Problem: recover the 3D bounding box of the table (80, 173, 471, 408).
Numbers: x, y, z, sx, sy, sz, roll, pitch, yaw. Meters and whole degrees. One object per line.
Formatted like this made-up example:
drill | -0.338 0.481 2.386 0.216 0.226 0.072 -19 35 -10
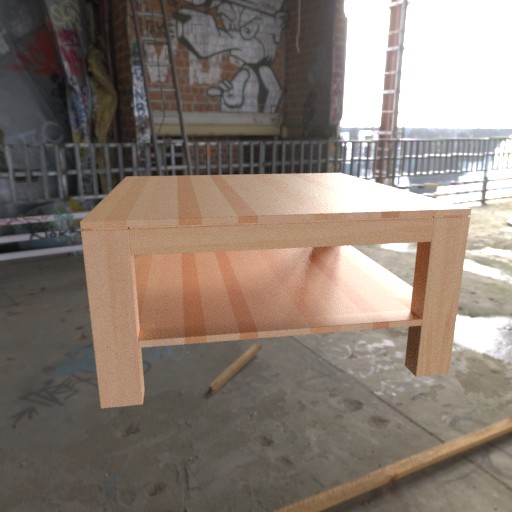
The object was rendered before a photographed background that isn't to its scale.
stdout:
table | 0.000 0.000 1.484 0.900 0.450 0.900 -3 16 -9
